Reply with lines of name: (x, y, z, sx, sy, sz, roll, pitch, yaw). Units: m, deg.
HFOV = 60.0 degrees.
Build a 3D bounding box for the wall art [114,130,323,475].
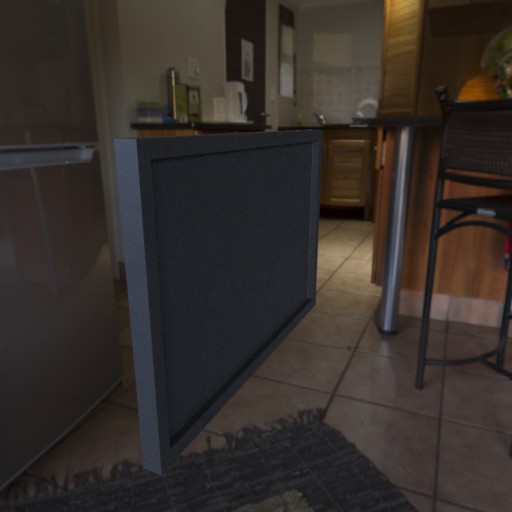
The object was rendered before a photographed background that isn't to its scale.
wall art: (0.000, 0.000, 0.562, 0.021, 0.301, 0.443, 8, 19, 25)
